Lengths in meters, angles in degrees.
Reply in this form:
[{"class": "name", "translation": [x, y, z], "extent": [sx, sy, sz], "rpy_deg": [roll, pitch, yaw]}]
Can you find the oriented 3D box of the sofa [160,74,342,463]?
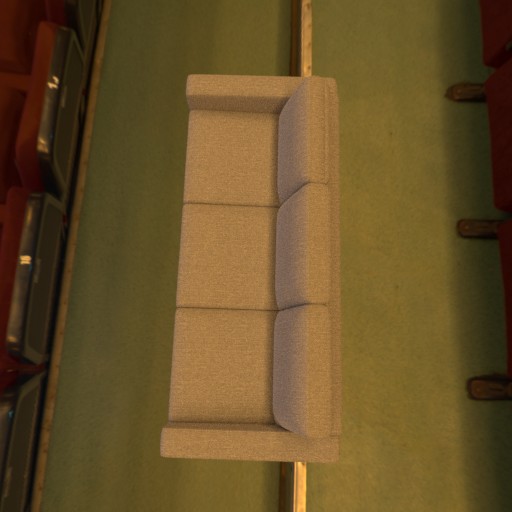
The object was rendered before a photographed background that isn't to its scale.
[{"class": "sofa", "translation": [0.000, 0.000, 2.540], "extent": [0.900, 0.800, 2.120], "rpy_deg": [2, 77, 0]}]
